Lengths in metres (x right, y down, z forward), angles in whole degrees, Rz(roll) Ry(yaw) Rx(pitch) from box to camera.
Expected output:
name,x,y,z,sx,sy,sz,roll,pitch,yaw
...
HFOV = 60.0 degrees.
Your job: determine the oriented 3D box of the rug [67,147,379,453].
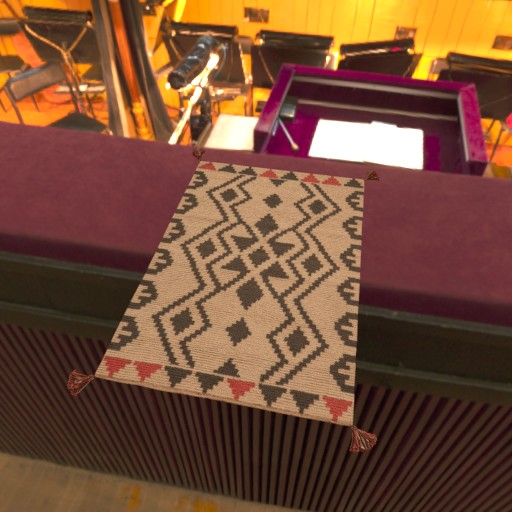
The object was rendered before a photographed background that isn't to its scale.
name,x,y,z,sx,sy,sz,roll,pitch,yaw
rug,0.000,0.000,2.637,1.444,0.067,2.069,8,47,8
